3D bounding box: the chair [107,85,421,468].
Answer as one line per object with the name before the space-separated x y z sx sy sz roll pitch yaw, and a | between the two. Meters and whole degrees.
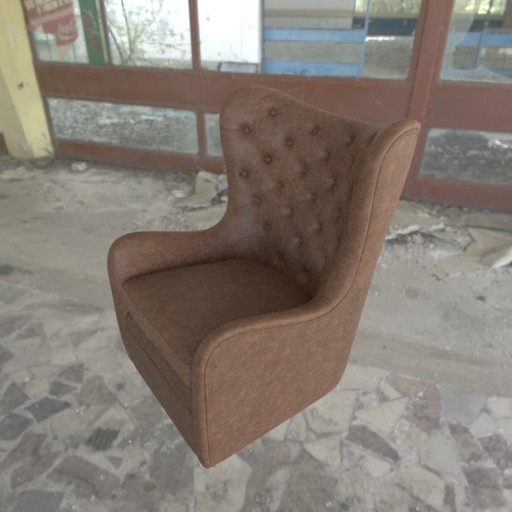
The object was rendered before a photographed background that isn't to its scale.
chair | 0.000 0.000 1.676 0.930 1.079 0.831 -20 35 -31
